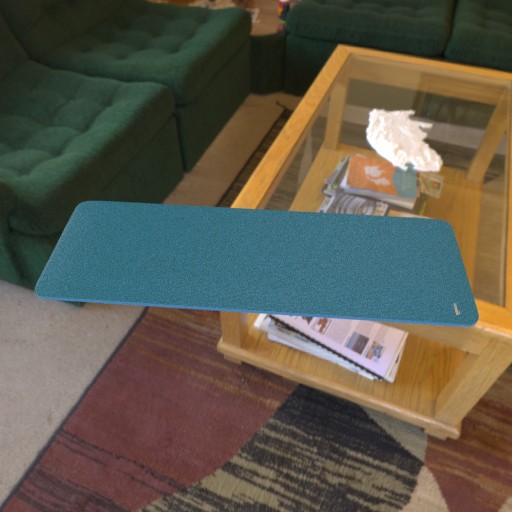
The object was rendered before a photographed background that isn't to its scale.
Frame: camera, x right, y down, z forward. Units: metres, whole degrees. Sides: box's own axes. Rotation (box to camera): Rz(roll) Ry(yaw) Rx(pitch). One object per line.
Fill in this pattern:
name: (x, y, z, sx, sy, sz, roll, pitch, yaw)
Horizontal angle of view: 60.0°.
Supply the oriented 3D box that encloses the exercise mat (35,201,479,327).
exercise mat: (0.000, 0.000, 2.022, 1.869, 0.021, 0.616, 3, 48, 3)
